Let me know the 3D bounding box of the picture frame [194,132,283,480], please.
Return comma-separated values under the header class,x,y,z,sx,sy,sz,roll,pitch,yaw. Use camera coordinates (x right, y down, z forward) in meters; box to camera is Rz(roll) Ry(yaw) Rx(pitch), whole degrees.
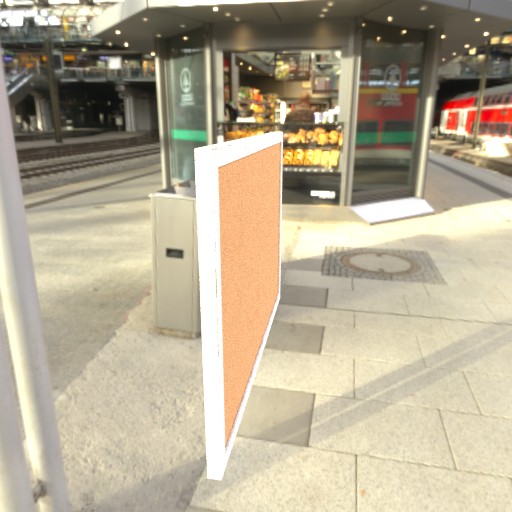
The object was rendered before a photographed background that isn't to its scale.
class,x,y,z,sx,sy,sz,roll,pitch,yaw
picture frame,0.000,0.000,1.234,0.029,0.640,0.950,3,17,9
